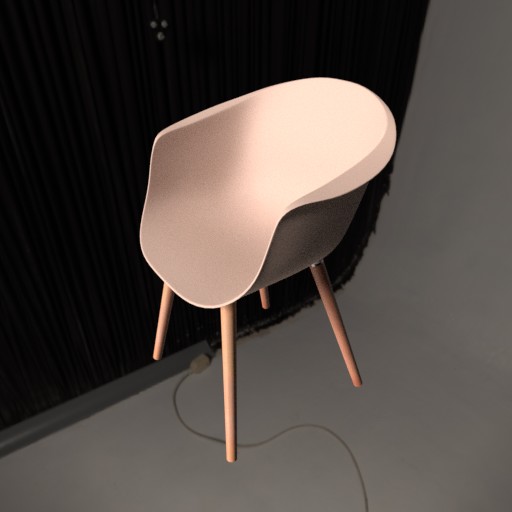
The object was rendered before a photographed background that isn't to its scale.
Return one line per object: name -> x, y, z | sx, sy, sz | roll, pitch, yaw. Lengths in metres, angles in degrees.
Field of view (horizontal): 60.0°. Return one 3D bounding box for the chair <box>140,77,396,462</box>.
chair -> 0.000, 0.000, 1.110 | 0.504, 0.781, 0.593 | -20, 37, -30
